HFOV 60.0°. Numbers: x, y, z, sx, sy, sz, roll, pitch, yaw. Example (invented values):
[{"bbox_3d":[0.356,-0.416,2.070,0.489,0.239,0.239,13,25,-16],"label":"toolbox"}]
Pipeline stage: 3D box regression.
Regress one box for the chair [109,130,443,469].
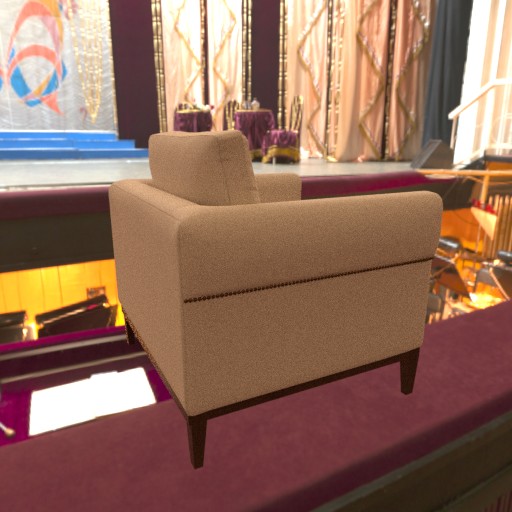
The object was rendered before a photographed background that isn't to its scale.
[{"bbox_3d":[0.000,0.000,1.687,0.896,0.915,0.982,-8,17,-26],"label":"chair"}]
